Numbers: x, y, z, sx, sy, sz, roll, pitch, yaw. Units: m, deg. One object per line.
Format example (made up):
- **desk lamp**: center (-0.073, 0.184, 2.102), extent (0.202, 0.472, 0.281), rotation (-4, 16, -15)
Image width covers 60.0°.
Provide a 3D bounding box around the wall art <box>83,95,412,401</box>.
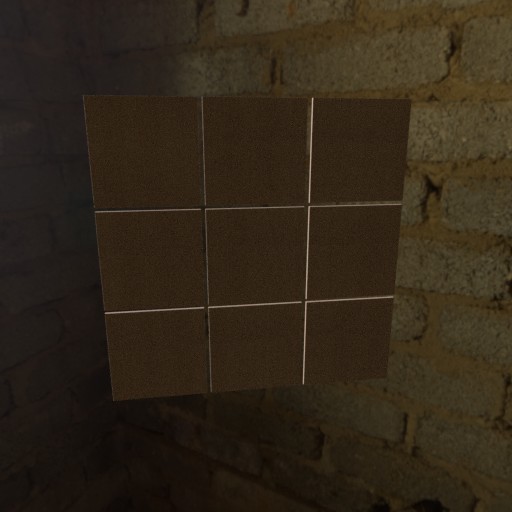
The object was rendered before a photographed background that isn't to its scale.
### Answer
- **wall art**: center (0.000, 0.000, 1.801), extent (1.219, 1.218, 0.013), rotation (-2, 16, -8)
